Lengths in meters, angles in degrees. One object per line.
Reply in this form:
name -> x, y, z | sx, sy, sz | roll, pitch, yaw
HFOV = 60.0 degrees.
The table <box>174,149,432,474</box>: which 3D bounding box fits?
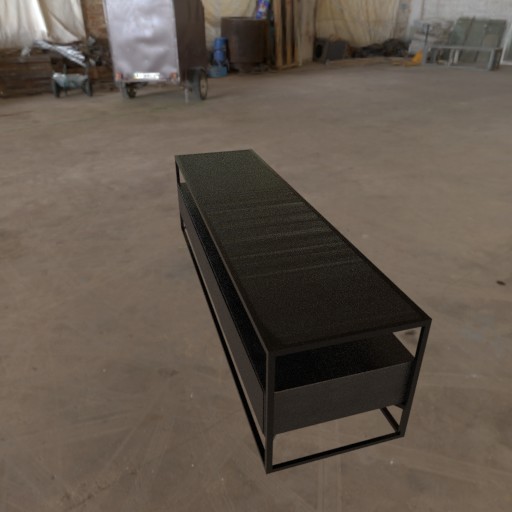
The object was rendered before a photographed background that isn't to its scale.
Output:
table -> 0.000, 0.000, 1.680 | 0.399, 0.395, 1.486 | -8, 30, -14
